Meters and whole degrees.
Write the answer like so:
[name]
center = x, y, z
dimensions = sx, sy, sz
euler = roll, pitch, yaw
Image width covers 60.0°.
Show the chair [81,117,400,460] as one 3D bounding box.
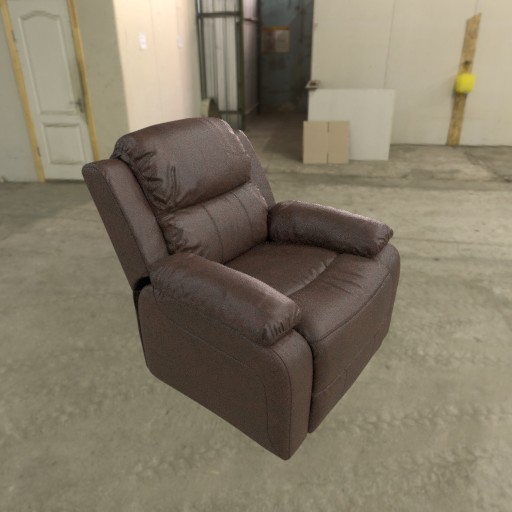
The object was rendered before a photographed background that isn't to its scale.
[chair]
center = 0.000, 0.000, 1.281
dimensions = 0.707, 0.702, 0.680
euler = 18, 32, 32
